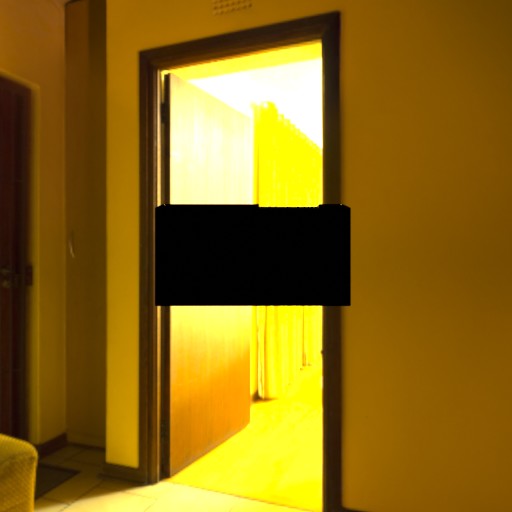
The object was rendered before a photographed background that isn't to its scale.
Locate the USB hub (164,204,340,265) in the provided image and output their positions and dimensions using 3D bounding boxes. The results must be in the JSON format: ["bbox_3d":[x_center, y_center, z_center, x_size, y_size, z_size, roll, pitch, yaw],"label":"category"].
[{"bbox_3d":[0.000,0.000,0.160,0.044,0.023,0.145,0,0,1],"label":"USB hub"}]
